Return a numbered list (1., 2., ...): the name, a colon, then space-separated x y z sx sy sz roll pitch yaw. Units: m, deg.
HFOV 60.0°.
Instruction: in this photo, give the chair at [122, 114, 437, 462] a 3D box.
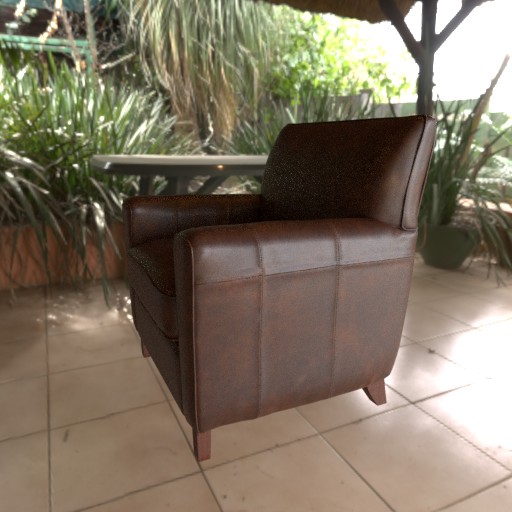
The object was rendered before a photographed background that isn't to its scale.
1. chair: 0.000 0.000 1.580 0.823 0.943 0.870 -7 16 -25
